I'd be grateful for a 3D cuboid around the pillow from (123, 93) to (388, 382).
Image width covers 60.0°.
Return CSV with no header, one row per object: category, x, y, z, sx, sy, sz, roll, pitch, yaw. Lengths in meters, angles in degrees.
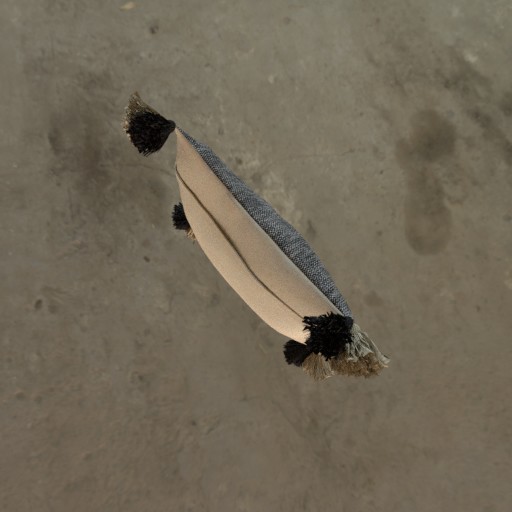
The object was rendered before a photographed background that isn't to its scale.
pillow,0.000,0.000,0.986,0.170,0.659,0.654,-39,78,-10
